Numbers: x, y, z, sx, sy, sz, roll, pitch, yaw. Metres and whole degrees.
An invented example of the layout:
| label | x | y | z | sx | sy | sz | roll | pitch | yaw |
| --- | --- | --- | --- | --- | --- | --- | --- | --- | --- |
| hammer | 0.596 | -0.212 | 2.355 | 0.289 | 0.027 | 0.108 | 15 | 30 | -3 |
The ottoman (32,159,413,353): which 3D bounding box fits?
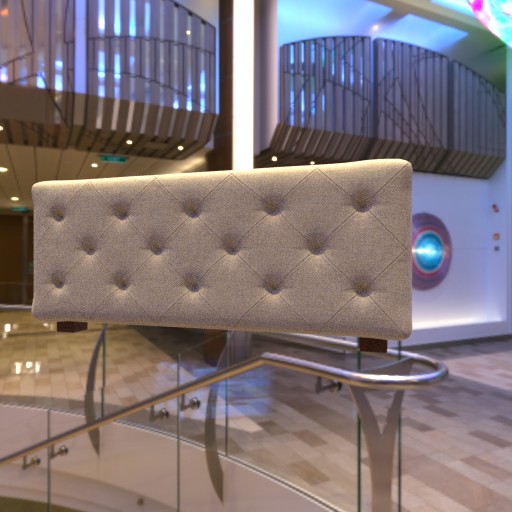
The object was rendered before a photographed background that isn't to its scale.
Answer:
| label | x | y | z | sx | sy | sz | roll | pitch | yaw |
| --- | --- | --- | --- | --- | --- | --- | --- | --- | --- |
| ottoman | 0.000 | 0.000 | 1.582 | 1.028 | 0.439 | 1.028 | 0 | 0 | 18 |
